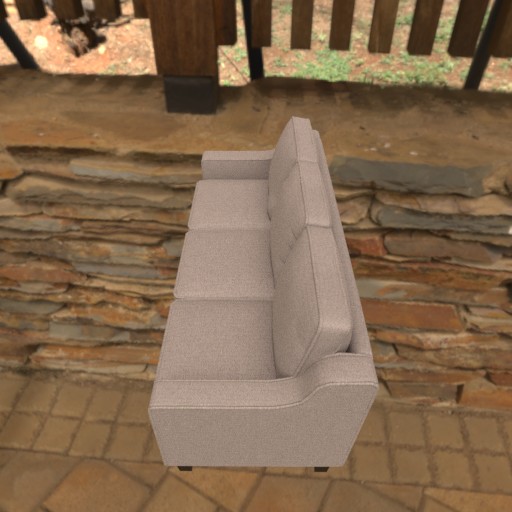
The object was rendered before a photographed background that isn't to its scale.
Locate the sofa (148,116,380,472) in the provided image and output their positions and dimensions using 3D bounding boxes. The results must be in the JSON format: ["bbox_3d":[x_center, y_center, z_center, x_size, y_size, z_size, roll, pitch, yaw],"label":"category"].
[{"bbox_3d":[0.000,0.000,2.573,0.899,0.950,2.129,0,40,0],"label":"sofa"}]
